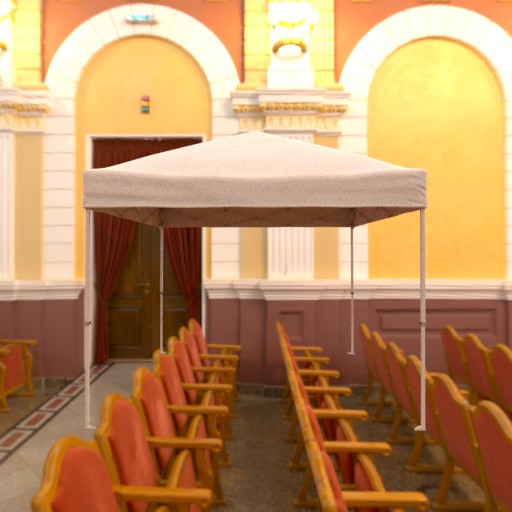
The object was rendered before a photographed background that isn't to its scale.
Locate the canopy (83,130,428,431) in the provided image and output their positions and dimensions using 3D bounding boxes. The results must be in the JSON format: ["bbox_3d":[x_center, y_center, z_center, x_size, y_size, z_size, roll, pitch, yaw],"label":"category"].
[{"bbox_3d":[0.000,0.000,5.307,2.996,2.997,2.998,0,0,0],"label":"canopy"}]
